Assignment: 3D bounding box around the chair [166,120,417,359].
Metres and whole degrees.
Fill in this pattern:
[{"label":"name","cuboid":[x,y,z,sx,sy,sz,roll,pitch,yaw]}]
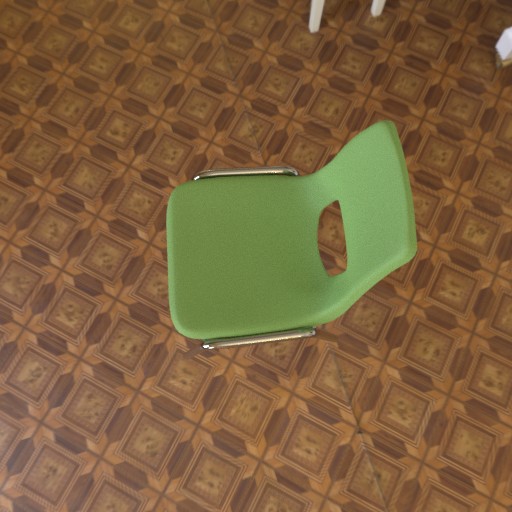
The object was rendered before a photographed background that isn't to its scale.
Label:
[{"label":"chair","cuboid":[0.000,0.000,0.948,0.436,0.704,0.381,-5,75,-1]}]
